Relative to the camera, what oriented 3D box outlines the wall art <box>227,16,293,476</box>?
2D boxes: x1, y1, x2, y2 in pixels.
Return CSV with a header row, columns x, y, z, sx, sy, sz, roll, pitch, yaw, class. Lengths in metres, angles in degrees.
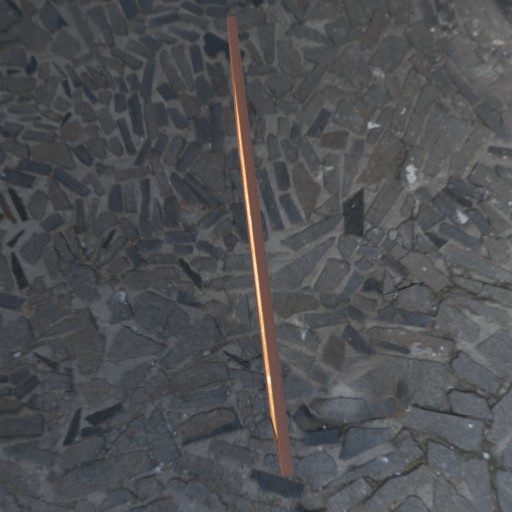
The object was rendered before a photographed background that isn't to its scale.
x,y,z,sx,sy,sz,roll,pitch,yaw,class
0.000,0.000,0.833,0.014,0.455,0.660,-7,76,-2,wall art
